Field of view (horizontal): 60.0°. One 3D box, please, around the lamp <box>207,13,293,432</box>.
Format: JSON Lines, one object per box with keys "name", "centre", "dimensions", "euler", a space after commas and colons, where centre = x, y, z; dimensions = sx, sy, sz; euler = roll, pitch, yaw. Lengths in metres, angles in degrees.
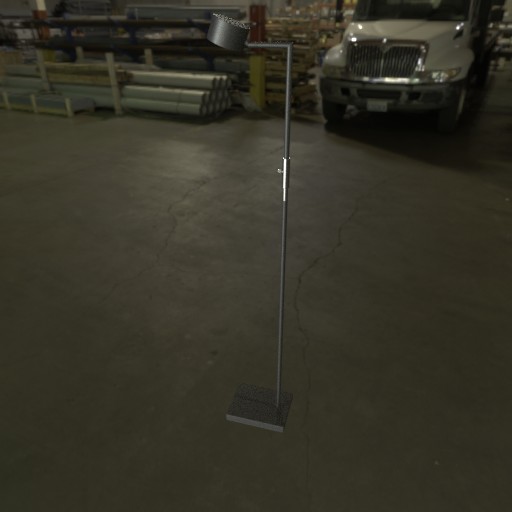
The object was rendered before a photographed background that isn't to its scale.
{"name": "lamp", "centre": [0.000, 0.000, 1.667], "dimensions": [0.304, 1.600, 0.203], "euler": [8, 29, 14]}
